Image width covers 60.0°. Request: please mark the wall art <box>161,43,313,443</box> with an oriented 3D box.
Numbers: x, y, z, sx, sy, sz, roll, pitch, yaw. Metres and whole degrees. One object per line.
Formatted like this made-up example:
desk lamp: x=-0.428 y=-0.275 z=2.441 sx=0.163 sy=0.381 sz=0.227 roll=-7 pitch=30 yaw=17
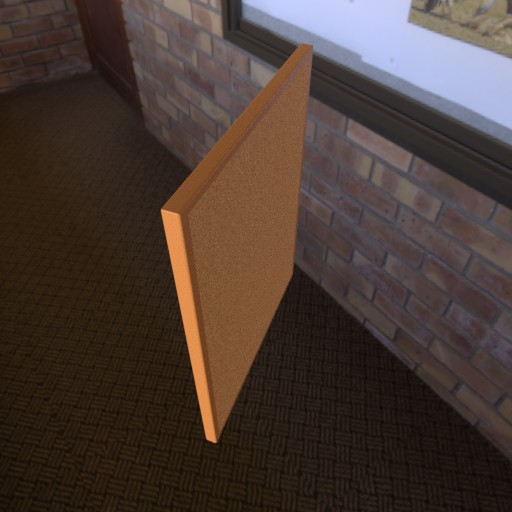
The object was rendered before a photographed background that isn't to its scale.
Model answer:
wall art: x=0.000 y=0.000 z=0.527 sx=0.015 sy=0.379 sz=0.310 roll=16 pitch=48 yaw=15
